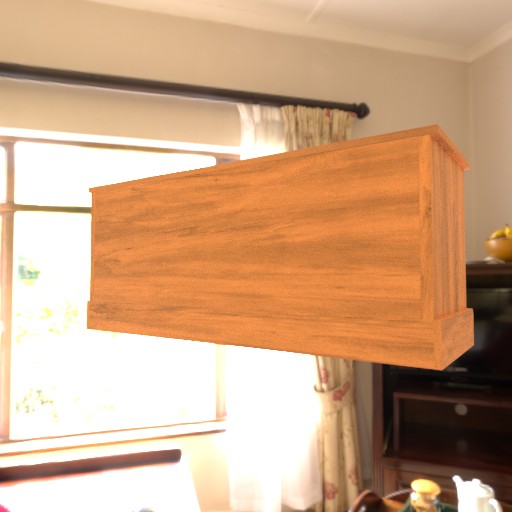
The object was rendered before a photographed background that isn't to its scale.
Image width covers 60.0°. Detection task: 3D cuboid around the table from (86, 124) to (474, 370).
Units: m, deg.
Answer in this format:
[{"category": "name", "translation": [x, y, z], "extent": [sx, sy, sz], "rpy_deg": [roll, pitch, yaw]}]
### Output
[{"category": "table", "translation": [0.000, 0.000, 1.421], "extent": [1.200, 0.510, 0.400], "rpy_deg": [-2, -3, 35]}]
